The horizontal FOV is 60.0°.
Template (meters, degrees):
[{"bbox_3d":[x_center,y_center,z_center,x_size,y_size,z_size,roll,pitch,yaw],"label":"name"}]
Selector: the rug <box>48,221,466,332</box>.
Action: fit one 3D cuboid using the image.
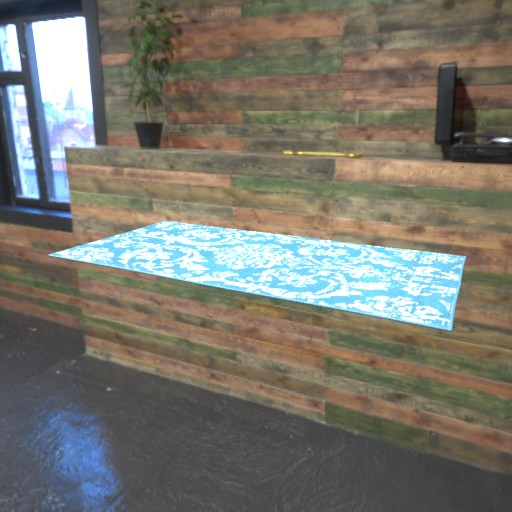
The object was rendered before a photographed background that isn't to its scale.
[{"bbox_3d":[0.000,0.000,1.440,1.219,0.007,0.604,8,18,26],"label":"rug"}]
